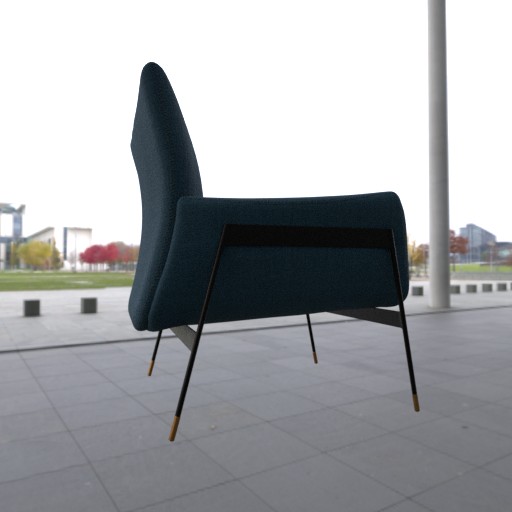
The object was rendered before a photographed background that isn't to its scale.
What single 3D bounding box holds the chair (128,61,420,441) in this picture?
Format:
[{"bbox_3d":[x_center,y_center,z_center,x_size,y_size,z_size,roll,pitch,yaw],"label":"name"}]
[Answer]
[{"bbox_3d":[0.000,0.000,1.407,0.769,0.859,0.678,0,-1,-18],"label":"chair"}]
